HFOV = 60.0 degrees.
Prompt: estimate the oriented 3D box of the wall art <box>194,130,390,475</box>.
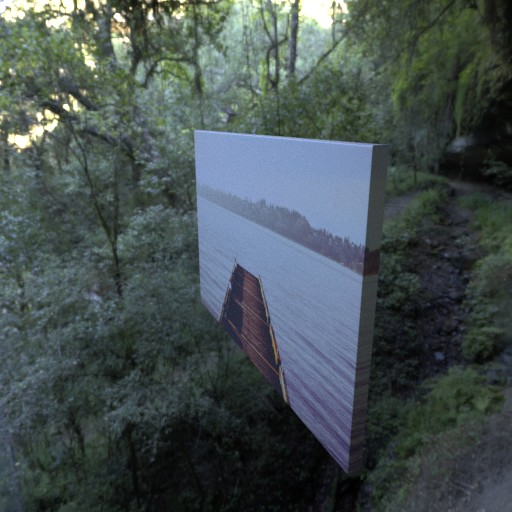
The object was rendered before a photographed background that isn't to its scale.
[{"bbox_3d":[0.000,0.000,1.449,0.040,0.765,1.149,-8,19,-23],"label":"wall art"}]
